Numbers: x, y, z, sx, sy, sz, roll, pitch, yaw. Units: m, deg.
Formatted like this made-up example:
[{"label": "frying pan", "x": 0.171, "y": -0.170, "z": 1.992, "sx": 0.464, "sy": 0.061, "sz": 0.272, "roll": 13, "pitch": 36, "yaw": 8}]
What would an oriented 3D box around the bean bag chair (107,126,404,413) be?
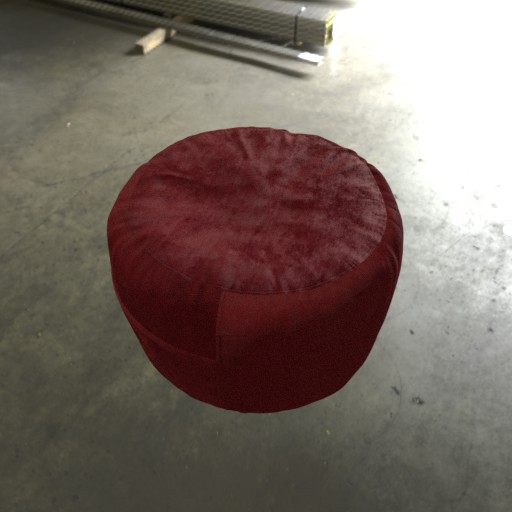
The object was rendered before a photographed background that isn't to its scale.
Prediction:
[{"label": "bean bag chair", "x": 0.000, "y": 0.000, "z": 1.987, "sx": 1.219, "sy": 0.762, "sz": 1.219, "roll": 0, "pitch": 48, "yaw": 0}]
